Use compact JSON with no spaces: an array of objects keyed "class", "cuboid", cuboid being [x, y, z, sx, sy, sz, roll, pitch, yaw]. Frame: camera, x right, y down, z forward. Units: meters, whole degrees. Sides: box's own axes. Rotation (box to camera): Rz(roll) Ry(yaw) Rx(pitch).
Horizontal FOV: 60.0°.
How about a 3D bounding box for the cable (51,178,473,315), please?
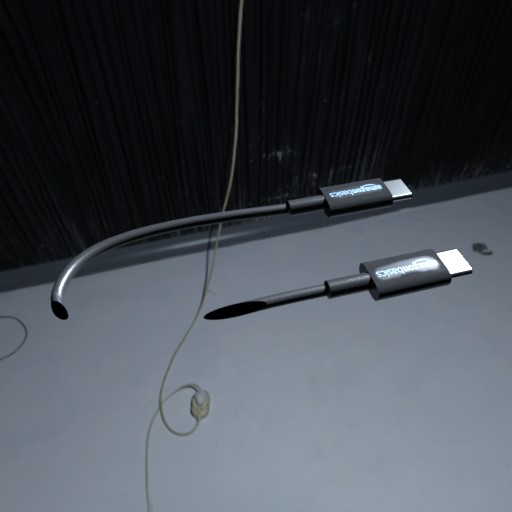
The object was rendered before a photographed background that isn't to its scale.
[{"class":"cable","cuboid":[0.000,0.000,0.111,0.098,0.005,0.041,-11,48,-10]}]
